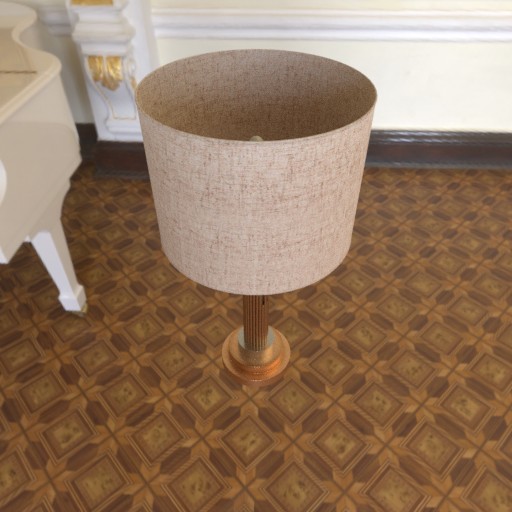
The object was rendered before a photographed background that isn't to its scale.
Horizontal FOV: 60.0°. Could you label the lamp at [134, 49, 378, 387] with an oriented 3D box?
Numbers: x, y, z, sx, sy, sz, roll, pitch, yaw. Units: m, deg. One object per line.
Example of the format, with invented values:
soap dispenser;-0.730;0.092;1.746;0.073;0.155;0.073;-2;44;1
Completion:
lamp;0.000;0.000;0.799;0.321;0.610;0.321;10;42;11
